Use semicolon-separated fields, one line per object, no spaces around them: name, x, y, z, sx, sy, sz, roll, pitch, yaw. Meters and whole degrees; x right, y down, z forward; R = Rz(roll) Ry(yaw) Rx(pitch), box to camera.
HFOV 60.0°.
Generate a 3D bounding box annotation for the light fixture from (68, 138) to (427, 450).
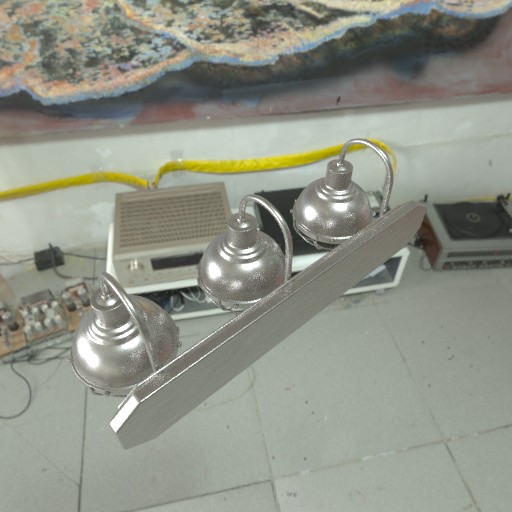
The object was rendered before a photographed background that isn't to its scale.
light fixture;0.000;0.000;0.726;0.634;0.254;0.229;-32;54;-27
